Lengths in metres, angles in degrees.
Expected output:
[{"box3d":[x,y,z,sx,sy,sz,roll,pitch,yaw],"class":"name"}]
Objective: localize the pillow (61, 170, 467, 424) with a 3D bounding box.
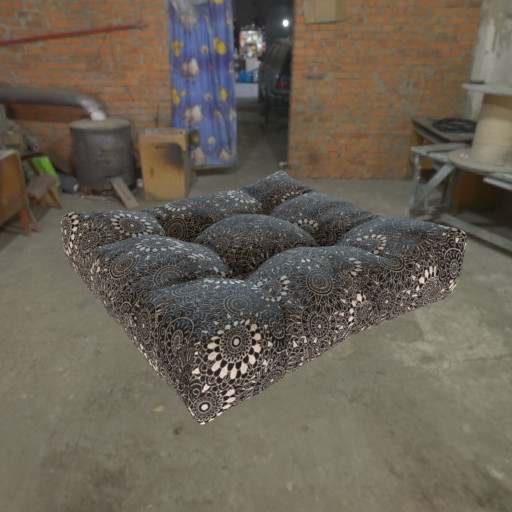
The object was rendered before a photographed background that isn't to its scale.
[{"box3d":[0.000,0.000,0.720,0.490,0.128,0.468,-18,31,-33],"class":"pillow"}]
